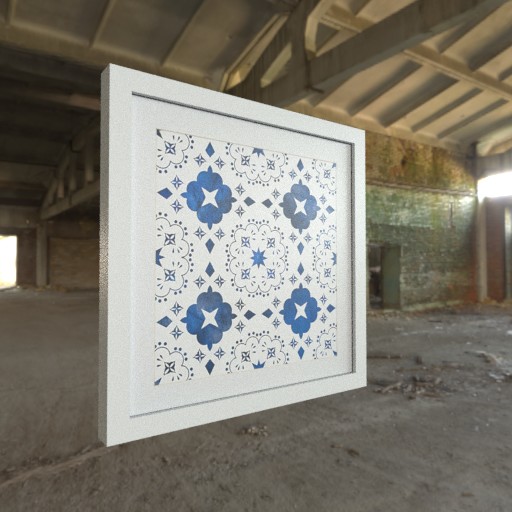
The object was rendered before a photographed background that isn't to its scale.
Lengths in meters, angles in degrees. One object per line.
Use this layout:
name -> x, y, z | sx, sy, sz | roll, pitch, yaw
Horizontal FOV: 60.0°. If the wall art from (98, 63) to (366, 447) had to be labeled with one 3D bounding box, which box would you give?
wall art -> 0.000, 0.000, 0.524 | 0.355, 0.355, 0.027 | 1, -2, -35
